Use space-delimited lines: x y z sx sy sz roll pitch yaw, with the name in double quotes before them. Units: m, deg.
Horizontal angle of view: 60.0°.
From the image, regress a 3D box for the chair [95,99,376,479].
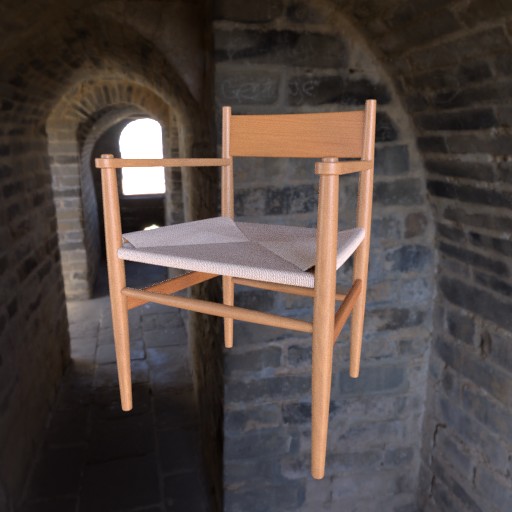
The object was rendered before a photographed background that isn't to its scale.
"chair" 0.000 0.000 1.112 0.556 0.762 0.495 7 16 27
